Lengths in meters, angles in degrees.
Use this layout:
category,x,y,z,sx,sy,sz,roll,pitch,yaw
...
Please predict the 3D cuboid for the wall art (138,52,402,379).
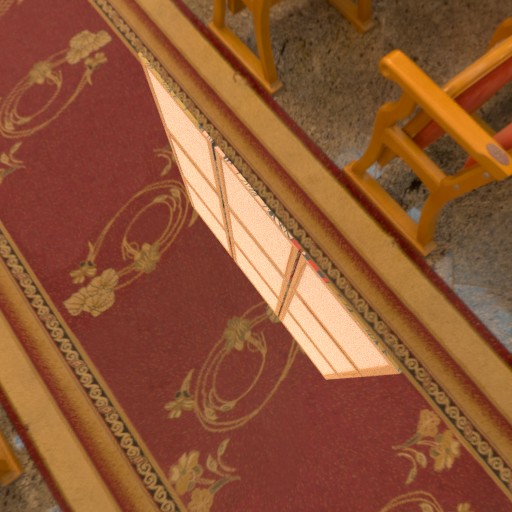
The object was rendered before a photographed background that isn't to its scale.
category,x,y,z,sx,sy,sz,roll,pitch,yaw
wall art,0.000,0.000,2.303,0.013,1.534,1.519,-36,77,-10
